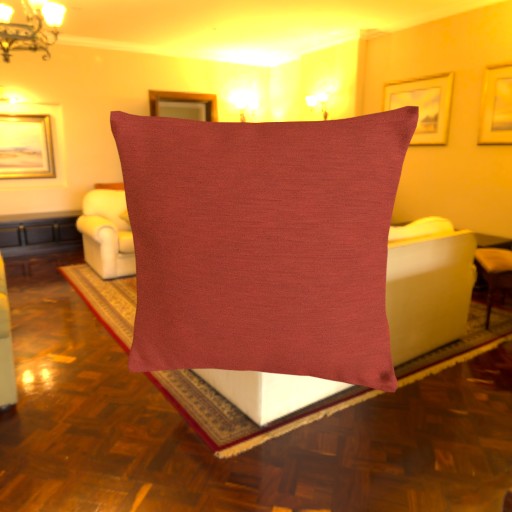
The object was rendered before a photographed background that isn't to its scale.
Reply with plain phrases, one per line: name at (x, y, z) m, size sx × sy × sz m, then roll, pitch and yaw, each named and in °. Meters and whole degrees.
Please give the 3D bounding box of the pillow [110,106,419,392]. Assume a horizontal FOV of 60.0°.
pillow at (0.000, 0.000, 0.653) m, size 0.435 × 0.416 × 0.151 m, roll 2°, pitch 14°, yaw 9°
